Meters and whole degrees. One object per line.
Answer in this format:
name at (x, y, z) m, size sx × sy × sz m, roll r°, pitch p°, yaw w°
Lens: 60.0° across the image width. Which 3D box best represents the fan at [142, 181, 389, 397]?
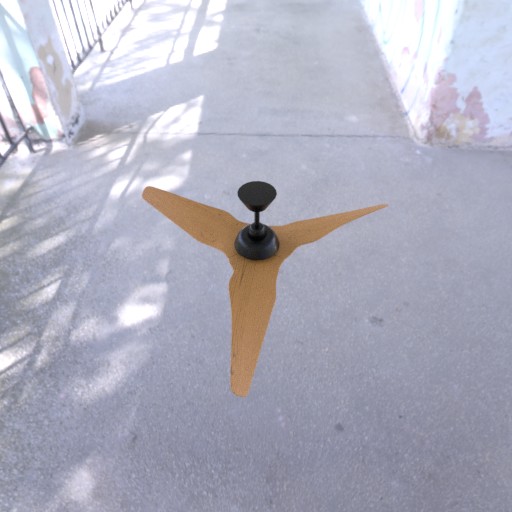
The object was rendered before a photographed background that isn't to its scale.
fan at (0.000, 0.000, 1.653) m, size 1.142 × 0.355 × 1.010 m, roll 3°, pitch 46°, yaw 3°
